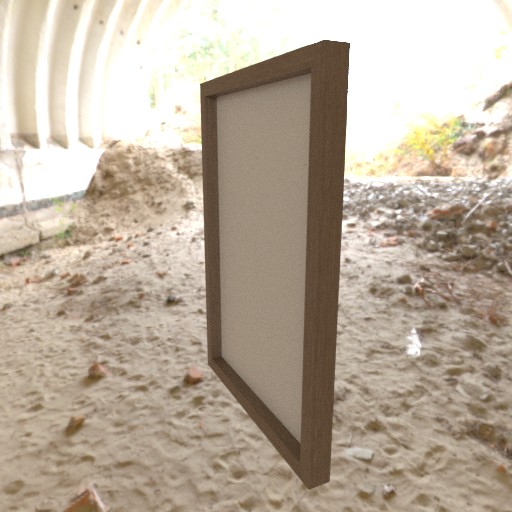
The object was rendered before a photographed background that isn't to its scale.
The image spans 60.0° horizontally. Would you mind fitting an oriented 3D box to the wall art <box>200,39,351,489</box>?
[{"bbox_3d":[0.000,0.000,0.646,0.032,0.510,0.358,-7,16,-25],"label":"wall art"}]
